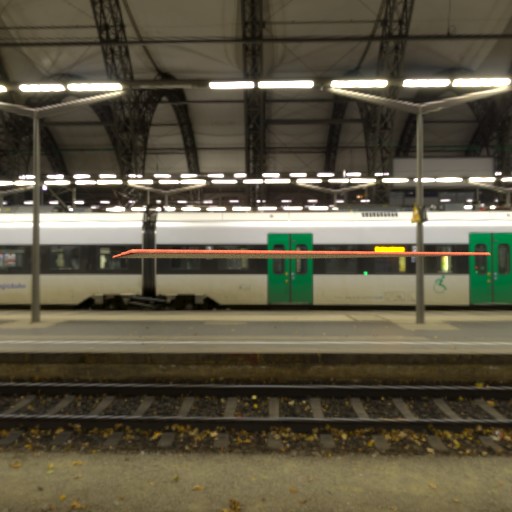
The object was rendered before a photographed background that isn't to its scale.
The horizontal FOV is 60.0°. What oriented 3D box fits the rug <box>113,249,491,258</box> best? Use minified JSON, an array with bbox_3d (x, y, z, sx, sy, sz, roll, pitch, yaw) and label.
[{"bbox_3d":[0.000,0.000,4.071,2.430,0.018,2.976,0,-1,-20],"label":"rug"}]
